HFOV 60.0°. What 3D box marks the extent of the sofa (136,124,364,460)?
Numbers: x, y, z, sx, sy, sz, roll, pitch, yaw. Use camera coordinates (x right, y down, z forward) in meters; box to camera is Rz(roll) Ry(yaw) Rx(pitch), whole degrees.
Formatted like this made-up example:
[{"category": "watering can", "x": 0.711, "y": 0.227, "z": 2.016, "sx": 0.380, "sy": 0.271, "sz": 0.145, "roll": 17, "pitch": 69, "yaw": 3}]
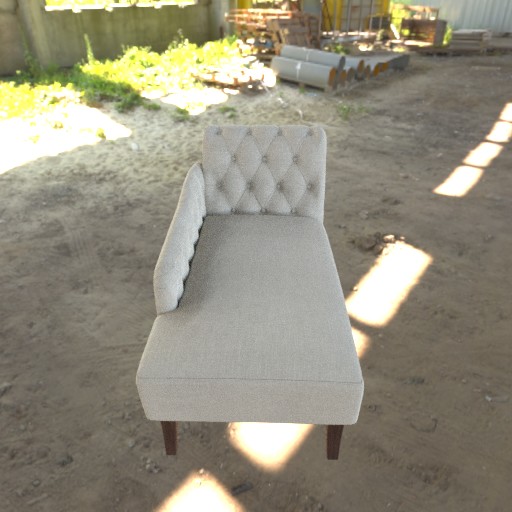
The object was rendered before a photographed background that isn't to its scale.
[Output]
[{"category": "sofa", "x": 0.000, "y": 0.000, "z": 1.853, "sx": 0.675, "sy": 0.787, "sz": 1.379, "roll": 1, "pitch": 30, "yaw": 2}]
